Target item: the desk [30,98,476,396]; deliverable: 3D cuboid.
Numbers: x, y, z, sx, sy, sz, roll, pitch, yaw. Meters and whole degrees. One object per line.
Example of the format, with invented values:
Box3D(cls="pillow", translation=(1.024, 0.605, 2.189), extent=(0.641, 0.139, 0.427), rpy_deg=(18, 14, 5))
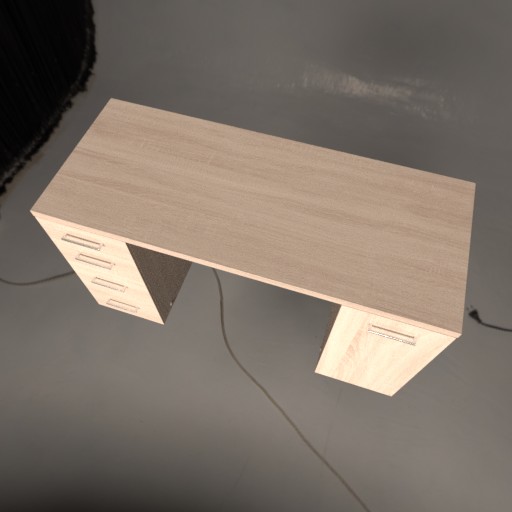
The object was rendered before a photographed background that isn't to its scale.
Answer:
Box3D(cls="desk", translation=(0.000, 0.000, 1.796), extent=(1.390, 0.740, 0.600), rpy_deg=(16, 61, 9))
